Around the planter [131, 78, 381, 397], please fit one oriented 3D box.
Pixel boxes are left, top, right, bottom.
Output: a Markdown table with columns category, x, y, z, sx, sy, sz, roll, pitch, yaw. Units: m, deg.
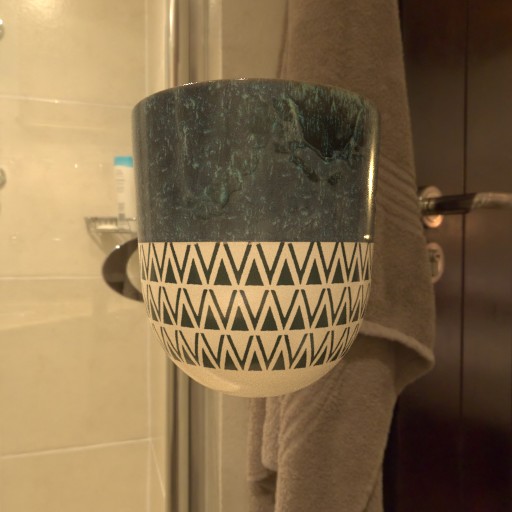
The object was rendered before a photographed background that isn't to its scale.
| category | x | y | z | sx | sy | sz | roll | pitch | yaw |
| --- | --- | --- | --- | --- | --- | --- | --- | --- | --- |
| planter | 0.000 | 0.000 | 0.360 | 0.195 | 0.214 | 0.195 | 0 | 1 | 0 |
